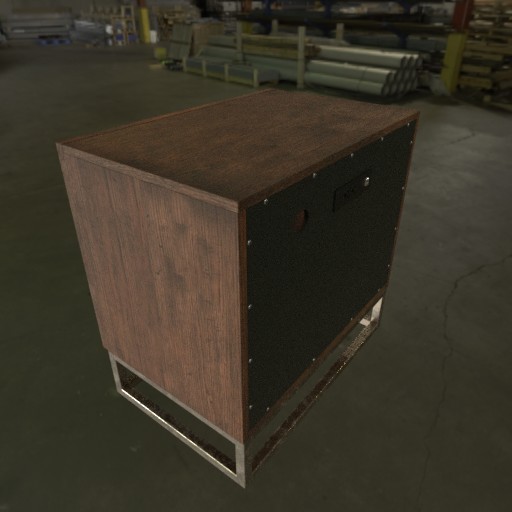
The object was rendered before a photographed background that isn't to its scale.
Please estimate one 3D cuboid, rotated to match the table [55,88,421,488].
[{"bbox_3d":[0.000,0.000,1.261,0.542,0.746,0.767,22,37,32],"label":"table"}]
